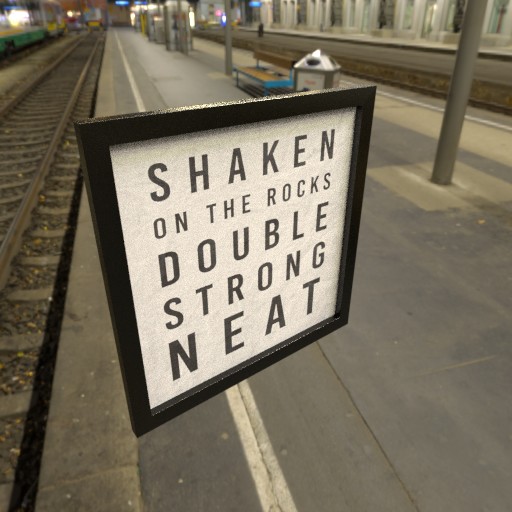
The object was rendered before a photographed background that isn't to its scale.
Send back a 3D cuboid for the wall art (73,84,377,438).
[{"bbox_3d":[0.000,0.000,0.517,0.349,0.349,0.014,-20,34,-32],"label":"wall art"}]
